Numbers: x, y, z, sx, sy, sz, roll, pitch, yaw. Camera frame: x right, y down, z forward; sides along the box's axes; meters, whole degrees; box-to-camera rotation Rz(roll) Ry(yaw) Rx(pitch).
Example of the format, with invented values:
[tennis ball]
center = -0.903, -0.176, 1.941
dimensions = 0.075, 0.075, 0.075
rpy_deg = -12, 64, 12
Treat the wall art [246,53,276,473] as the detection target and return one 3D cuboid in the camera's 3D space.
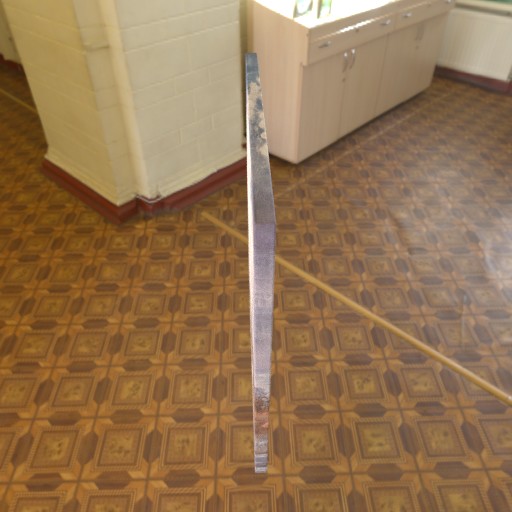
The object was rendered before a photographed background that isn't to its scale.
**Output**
[wall art]
center = 0.000, 0.000, 1.510
dimensions = 0.040, 1.020, 1.010
rpy_deg = -1, 41, -1
